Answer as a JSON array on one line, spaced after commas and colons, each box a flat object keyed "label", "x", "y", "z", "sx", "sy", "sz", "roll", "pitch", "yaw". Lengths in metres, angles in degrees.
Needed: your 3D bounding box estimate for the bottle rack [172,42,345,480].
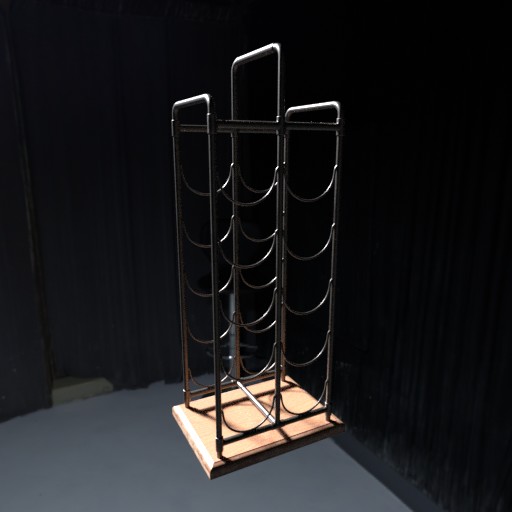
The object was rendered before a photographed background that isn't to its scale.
[{"label": "bottle rack", "x": 0.000, "y": 0.000, "z": 0.794, "sx": 0.276, "sy": 0.680, "sz": 0.208, "roll": -7, "pitch": 15, "yaw": -27}]
